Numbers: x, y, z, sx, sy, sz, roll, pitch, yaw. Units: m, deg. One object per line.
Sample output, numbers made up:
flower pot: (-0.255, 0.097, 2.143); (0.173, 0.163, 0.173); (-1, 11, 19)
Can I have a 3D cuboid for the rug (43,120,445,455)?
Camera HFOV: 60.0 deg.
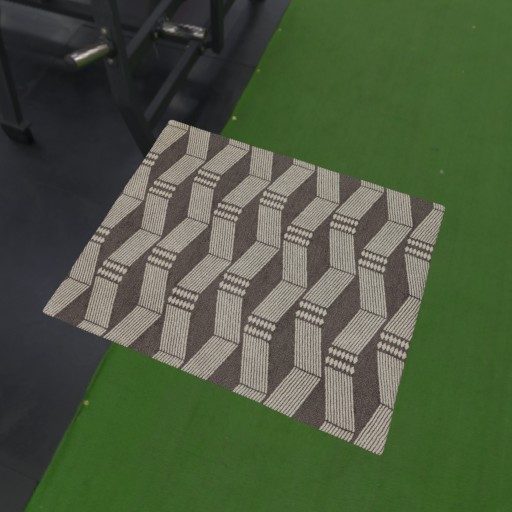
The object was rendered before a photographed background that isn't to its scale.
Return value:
rug: (0.000, 0.000, 4.126); (3.048, 0.016, 2.438); (20, 64, 10)
